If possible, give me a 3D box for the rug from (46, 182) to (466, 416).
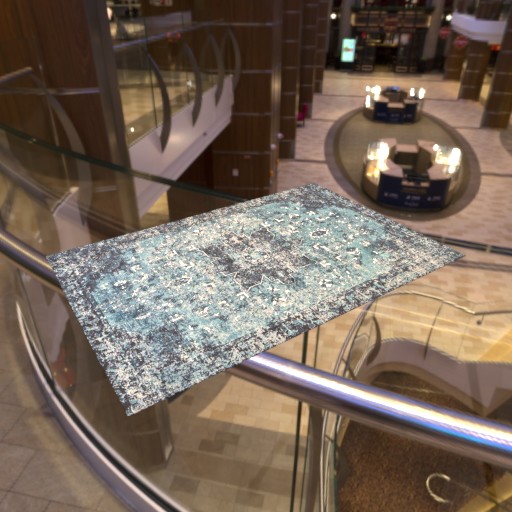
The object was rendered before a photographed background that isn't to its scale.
[{"bbox_3d":[0.000,0.000,2.316,1.828,0.005,1.219,-19,36,-28],"label":"rug"}]
